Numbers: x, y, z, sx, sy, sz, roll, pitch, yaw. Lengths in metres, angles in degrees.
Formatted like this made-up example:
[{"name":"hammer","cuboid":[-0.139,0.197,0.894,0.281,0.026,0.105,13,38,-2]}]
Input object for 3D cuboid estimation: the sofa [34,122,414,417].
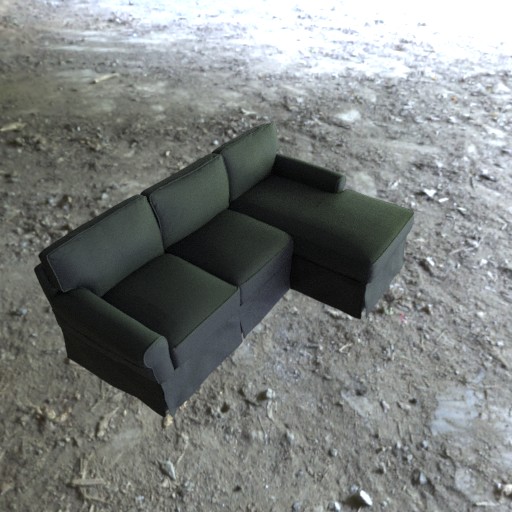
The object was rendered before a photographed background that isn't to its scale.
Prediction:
[{"name":"sofa","cuboid":[0.000,0.000,3.345,1.637,1.039,2.518,24,45,27]}]
